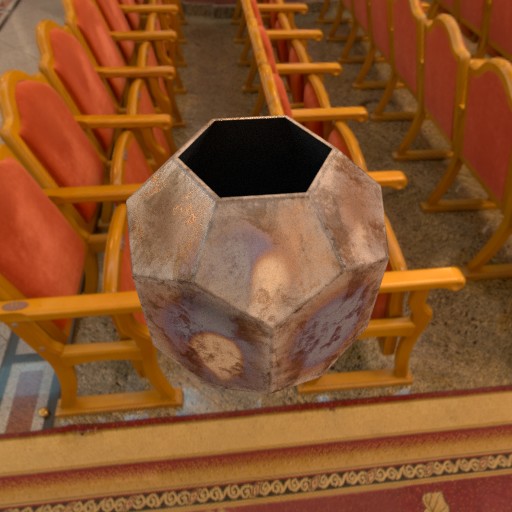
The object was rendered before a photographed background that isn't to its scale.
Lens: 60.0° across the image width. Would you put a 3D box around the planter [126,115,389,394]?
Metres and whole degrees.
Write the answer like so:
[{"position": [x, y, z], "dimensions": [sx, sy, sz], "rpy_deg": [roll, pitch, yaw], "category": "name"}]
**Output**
[{"position": [0.000, 0.000, 0.439], "dimensions": [0.221, 0.238, 0.243], "rpy_deg": [-4, 46, -4], "category": "planter"}]
